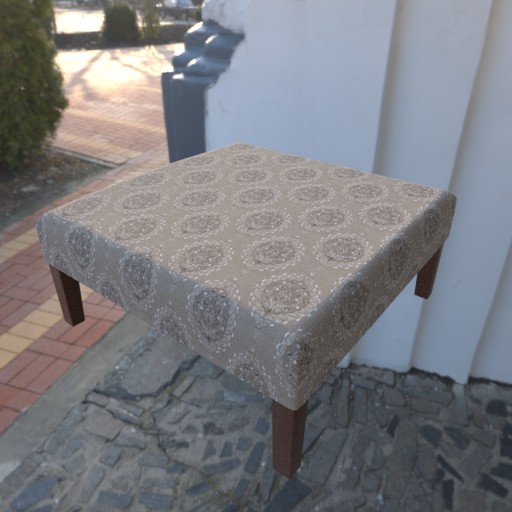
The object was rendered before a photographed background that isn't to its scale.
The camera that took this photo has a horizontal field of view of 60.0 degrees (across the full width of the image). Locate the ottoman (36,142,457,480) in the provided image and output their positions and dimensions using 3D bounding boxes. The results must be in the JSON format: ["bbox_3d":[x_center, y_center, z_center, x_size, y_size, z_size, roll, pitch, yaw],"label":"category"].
[{"bbox_3d":[0.000,0.000,1.375,0.889,0.411,0.890,22,37,32],"label":"ottoman"}]
